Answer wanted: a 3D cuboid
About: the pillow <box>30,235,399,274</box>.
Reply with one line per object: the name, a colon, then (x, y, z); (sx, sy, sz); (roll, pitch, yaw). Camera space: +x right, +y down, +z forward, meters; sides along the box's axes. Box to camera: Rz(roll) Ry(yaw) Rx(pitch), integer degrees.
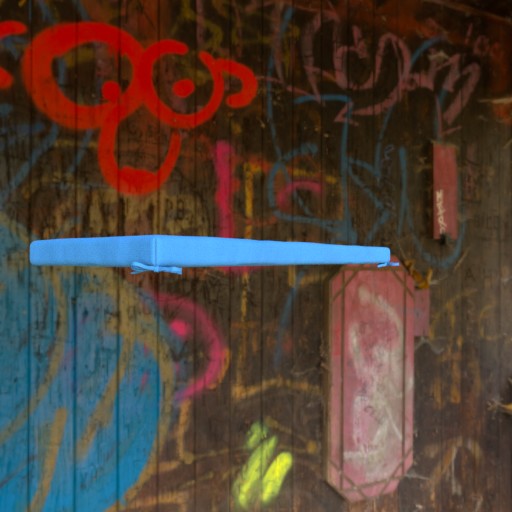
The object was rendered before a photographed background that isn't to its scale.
pillow: (0.000, 0.000, 1.353); (0.492, 0.081, 1.187); (0, -1, 37)
